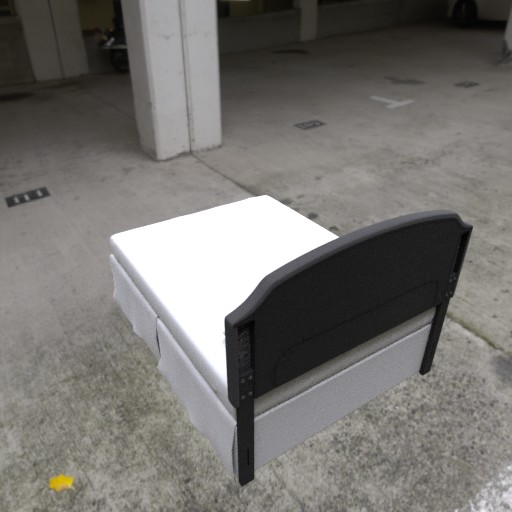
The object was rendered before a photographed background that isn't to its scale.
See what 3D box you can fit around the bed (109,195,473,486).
[{"bbox_3d":[0.000,0.000,2.985,1.558,1.270,1.999,-19,36,-28],"label":"bed"}]
